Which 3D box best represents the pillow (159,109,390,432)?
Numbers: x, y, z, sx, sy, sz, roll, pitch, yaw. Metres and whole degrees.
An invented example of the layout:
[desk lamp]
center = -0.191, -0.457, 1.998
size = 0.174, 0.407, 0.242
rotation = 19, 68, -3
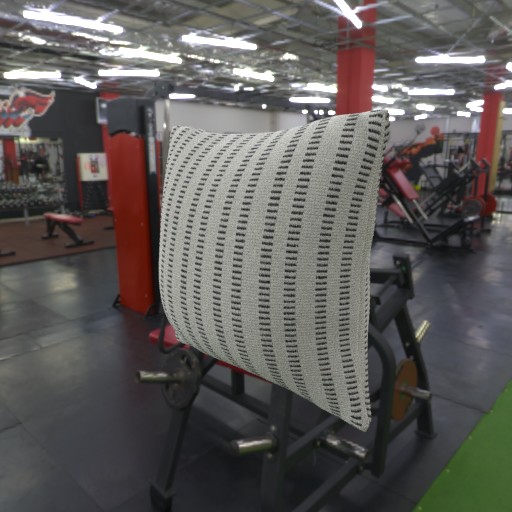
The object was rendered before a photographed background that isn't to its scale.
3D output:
[pillow]
center = 0.000, 0.000, 0.705
size = 0.247, 0.419, 0.438
rotation = -12, 18, -43
